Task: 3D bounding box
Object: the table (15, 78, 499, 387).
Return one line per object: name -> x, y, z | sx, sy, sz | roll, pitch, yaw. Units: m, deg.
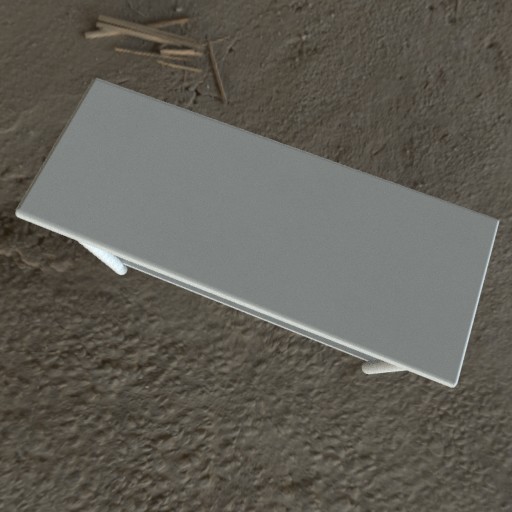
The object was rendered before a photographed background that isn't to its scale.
table -> 0.000, 0.000, 1.503 | 1.184, 0.740, 0.459 | 21, 75, 6
